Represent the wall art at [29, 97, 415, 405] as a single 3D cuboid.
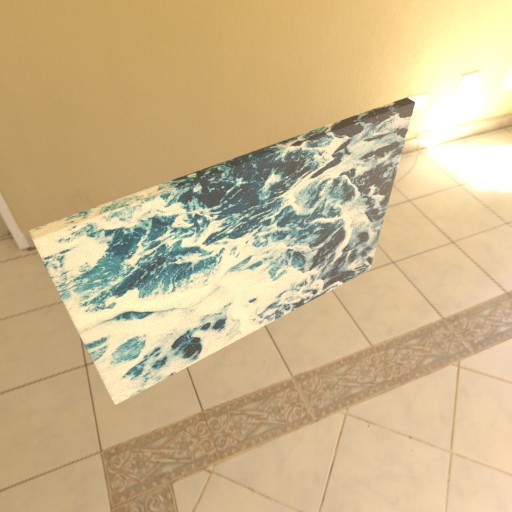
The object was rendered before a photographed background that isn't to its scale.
[{"bbox_3d":[0.000,0.000,1.908,1.524,1.017,0.055,-25,51,-22],"label":"wall art"}]
